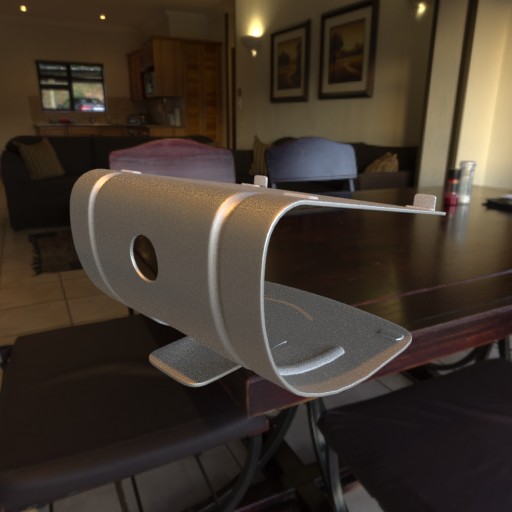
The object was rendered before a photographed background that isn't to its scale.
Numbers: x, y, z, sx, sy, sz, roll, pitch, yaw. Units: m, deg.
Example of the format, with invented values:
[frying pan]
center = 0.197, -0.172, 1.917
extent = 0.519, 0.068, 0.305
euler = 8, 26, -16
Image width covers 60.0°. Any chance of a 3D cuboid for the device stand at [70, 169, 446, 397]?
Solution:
[device stand]
center = 0.000, 0.000, 0.411
extent = 0.256, 0.155, 0.236
euler = 16, 23, 42
